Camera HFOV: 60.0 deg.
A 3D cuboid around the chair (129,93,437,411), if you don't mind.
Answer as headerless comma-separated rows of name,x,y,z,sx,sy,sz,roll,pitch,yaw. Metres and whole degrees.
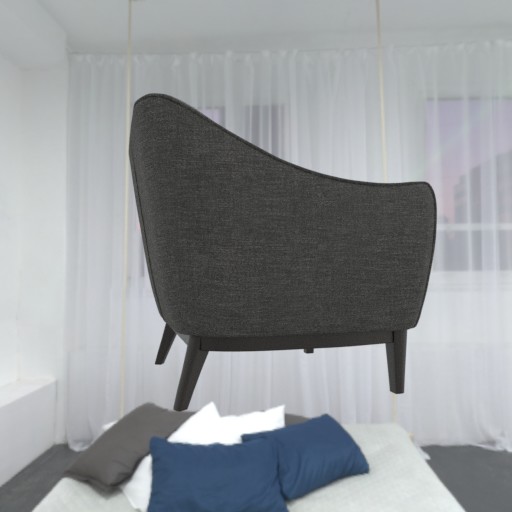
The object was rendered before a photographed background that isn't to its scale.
chair,0.000,0.000,1.544,0.851,0.829,0.870,0,-2,-18
